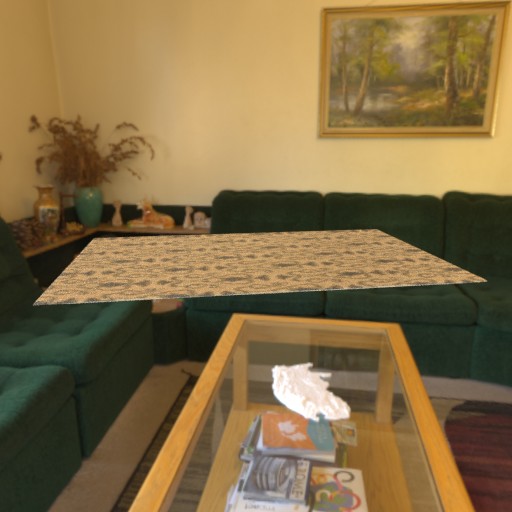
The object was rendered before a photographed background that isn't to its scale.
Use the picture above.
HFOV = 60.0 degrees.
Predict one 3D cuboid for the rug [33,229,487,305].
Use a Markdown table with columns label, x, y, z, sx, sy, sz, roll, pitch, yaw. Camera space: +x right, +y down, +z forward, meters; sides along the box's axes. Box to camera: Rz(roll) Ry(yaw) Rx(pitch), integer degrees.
| label | x | y | z | sx | sy | sz | roll | pitch | yaw |
| --- | --- | --- | --- | --- | --- | --- | --- | --- | --- |
| rug | 0.000 | 0.000 | 2.080 | 1.652 | 0.006 | 1.035 | -2 | 15 | -9 |
